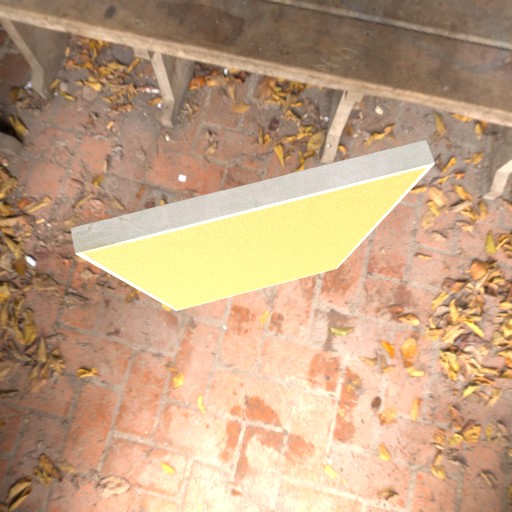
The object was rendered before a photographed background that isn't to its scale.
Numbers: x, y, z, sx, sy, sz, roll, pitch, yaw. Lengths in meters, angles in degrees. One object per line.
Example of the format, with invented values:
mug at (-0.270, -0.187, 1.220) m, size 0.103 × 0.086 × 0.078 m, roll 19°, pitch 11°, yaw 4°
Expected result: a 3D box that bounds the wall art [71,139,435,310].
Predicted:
wall art at (0.000, 0.000, 0.981) m, size 0.508 × 0.764 × 0.038 m, roll -14°, pitch 78°, yaw -3°
